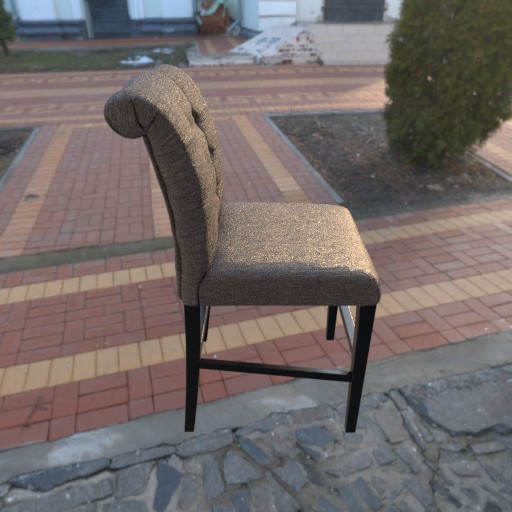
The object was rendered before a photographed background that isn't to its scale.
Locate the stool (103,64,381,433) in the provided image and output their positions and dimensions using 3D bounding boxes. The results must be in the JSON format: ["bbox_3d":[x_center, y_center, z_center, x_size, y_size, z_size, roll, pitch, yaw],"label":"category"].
[{"bbox_3d":[0.000,0.000,1.266,0.611,0.970,0.457,0,30,0],"label":"stool"}]
